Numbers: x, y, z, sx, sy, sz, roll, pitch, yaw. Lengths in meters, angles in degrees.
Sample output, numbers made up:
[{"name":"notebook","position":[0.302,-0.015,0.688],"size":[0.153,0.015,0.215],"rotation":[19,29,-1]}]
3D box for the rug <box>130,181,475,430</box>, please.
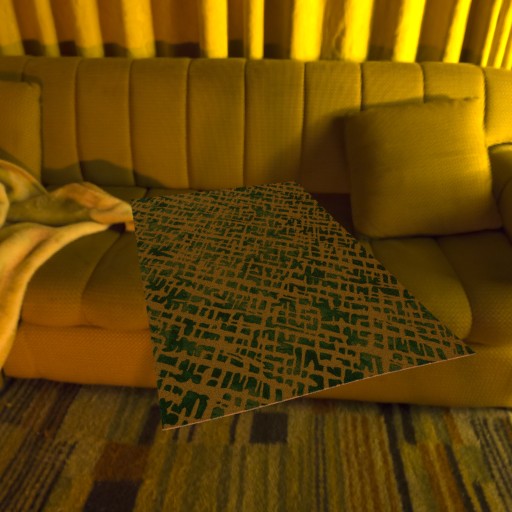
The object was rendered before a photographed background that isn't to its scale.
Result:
[{"name":"rug","position":[0.000,0.000,2.980],"size":[1.520,0.011,2.447],"rotation":[-9,31,-14]}]
